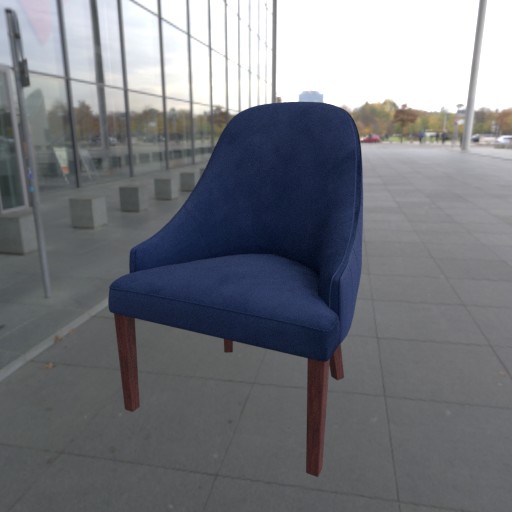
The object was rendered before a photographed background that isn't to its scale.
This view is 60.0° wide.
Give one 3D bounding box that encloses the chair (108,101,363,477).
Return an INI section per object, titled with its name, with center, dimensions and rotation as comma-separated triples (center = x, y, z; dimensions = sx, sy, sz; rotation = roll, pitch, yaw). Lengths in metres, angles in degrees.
[chair]
center = 0.000, 0.000, 1.302
dimensions = 0.643, 0.889, 0.575
rotation = 8, 17, 26
